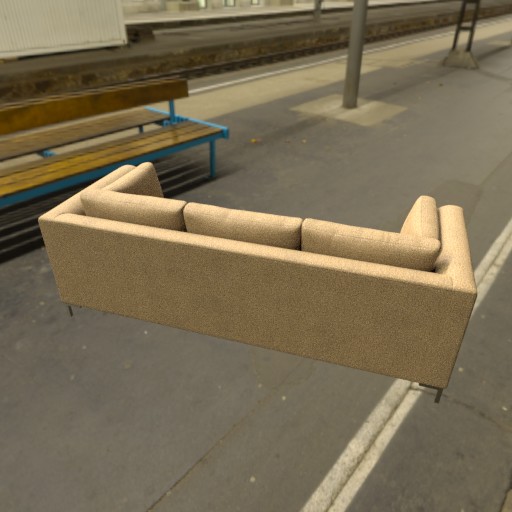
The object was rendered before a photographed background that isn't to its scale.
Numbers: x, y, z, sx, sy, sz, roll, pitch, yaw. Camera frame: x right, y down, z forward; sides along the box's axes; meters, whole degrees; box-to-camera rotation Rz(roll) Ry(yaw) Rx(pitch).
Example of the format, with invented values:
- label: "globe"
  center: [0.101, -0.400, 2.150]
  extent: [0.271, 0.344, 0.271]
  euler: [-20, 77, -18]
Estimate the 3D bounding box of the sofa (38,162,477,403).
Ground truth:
- label: "sofa"
  center: [0.000, 0.000, 2.862]
  extent: [2.415, 0.867, 0.969]
  euler: [10, 33, 15]
